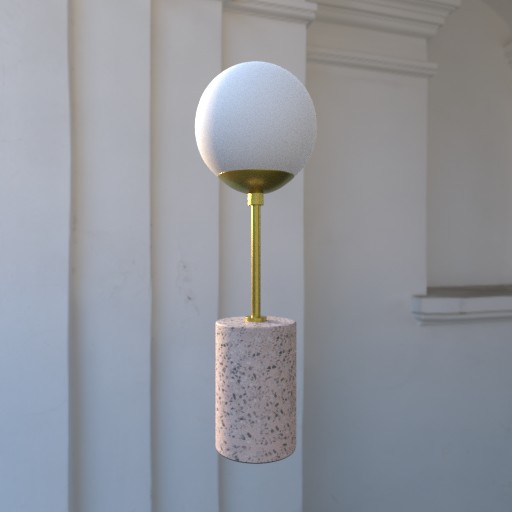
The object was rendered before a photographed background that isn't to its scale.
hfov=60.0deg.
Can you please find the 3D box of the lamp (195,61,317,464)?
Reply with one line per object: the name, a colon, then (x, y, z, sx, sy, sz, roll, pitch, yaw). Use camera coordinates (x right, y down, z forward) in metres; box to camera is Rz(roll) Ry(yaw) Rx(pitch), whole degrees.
lamp: (0.000, 0.000, 0.562, 0.153, 0.480, 0.153, 0, 0, 0)
